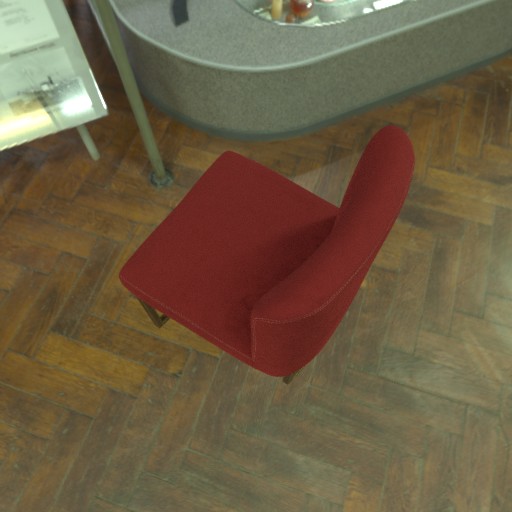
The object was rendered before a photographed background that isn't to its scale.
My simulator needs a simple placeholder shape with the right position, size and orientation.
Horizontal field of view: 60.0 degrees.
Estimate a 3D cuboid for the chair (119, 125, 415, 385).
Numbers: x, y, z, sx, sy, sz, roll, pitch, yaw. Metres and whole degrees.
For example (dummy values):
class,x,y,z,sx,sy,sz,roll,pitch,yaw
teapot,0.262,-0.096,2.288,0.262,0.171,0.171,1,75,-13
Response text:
class,x,y,z,sx,sy,sz,roll,pitch,yaw
chair,0.000,0.000,1.203,0.560,0.824,0.530,31,67,14
